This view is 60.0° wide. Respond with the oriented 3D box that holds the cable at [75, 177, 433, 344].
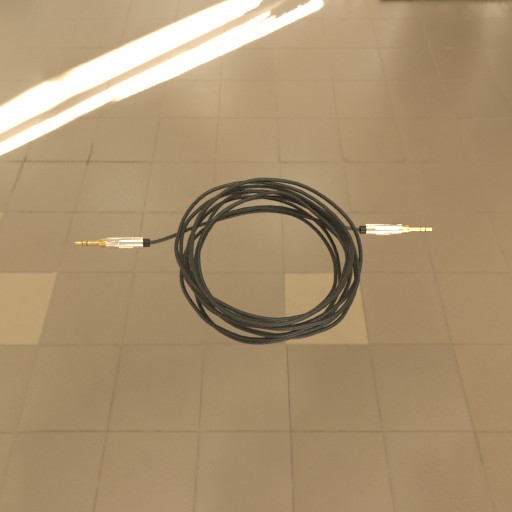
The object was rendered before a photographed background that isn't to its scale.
[{"bbox_3d":[0.000,0.000,0.490,0.432,0.069,0.198,-1,58,0],"label":"cable"}]
